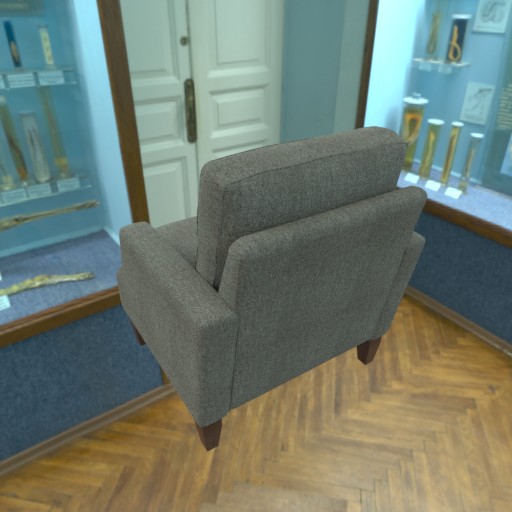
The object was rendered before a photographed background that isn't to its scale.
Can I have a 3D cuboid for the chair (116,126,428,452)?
[{"bbox_3d":[0.000,0.000,1.652,0.855,0.993,0.897,-18,35,-28],"label":"chair"}]
